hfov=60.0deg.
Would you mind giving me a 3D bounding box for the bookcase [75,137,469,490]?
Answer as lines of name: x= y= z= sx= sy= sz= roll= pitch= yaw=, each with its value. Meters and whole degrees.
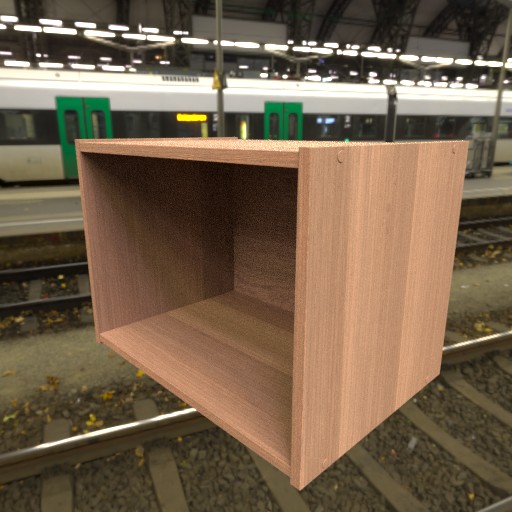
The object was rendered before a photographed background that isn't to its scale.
bookcase: x=0.000 y=0.000 z=0.603 sx=0.290 sy=0.305 sz=0.415 roll=-15 pitch=22 yaw=-42
